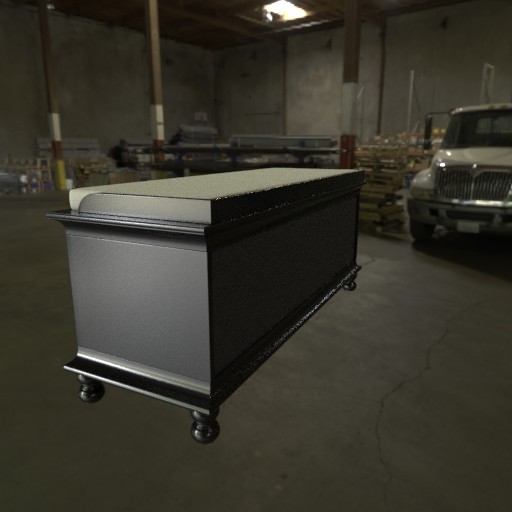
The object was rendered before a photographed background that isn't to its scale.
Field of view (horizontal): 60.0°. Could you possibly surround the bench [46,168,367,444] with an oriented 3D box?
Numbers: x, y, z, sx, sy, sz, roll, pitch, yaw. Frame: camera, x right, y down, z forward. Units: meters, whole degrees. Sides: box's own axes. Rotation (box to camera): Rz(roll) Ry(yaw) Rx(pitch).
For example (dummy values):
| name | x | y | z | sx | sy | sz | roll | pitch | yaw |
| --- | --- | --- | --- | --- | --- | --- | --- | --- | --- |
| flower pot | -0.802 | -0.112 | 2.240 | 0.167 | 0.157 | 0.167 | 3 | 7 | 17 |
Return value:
| name | x | y | z | sx | sy | sz | roll | pitch | yaw |
| --- | --- | --- | --- | --- | --- | --- | --- | --- | --- |
| bench | 0.000 | 0.000 | 1.414 | 0.402 | 0.501 | 1.185 | 7 | 16 | 26 |
